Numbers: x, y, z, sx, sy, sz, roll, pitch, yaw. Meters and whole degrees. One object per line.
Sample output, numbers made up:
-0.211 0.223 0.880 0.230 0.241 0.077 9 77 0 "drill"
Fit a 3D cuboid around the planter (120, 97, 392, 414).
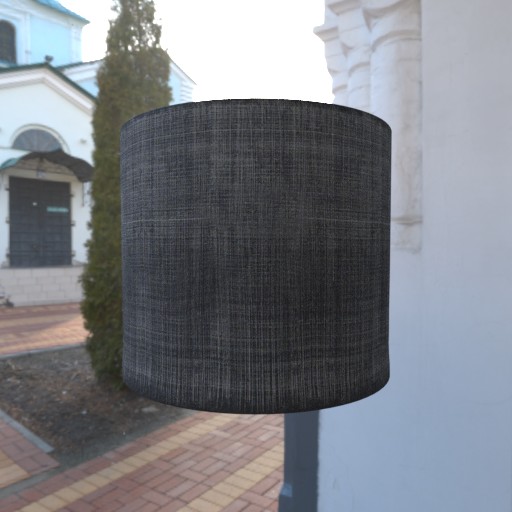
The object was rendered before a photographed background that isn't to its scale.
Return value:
0.000 0.000 0.305 0.178 0.157 0.178 0 1 0 "planter"
